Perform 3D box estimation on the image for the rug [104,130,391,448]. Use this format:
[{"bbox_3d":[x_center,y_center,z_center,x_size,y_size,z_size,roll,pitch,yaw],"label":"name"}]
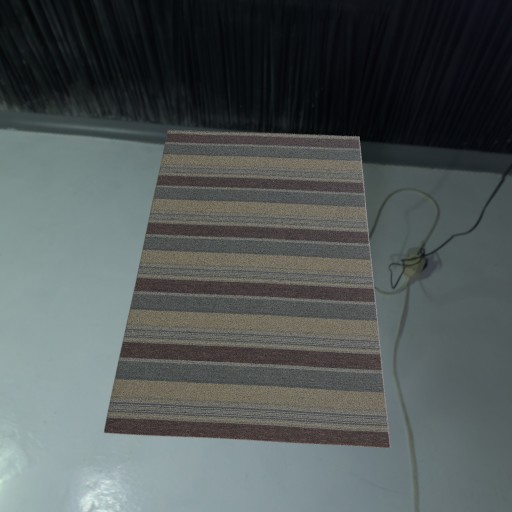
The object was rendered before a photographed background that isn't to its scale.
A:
[{"bbox_3d":[0.000,0.000,2.348,1.219,0.008,1.829,2,59,1],"label":"rug"}]
